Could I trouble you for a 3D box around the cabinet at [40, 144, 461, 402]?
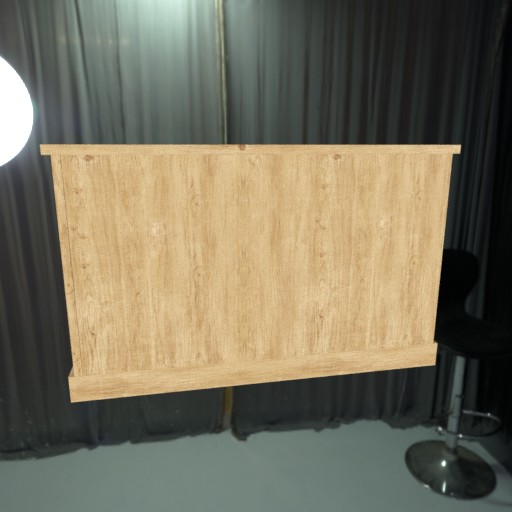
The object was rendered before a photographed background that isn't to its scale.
[{"bbox_3d":[0.000,0.000,1.669,1.321,0.810,0.432,-3,14,-11],"label":"cabinet"}]
